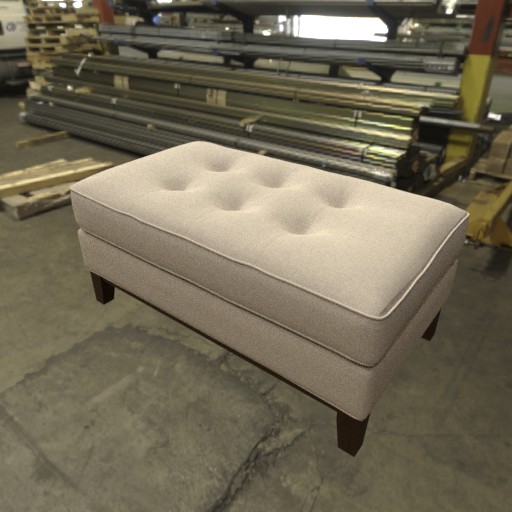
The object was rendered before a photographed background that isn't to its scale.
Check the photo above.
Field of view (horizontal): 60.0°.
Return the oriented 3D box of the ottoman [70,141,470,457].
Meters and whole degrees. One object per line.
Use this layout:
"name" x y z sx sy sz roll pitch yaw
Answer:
"ottoman" 0.000 0.000 1.483 1.143 0.508 0.648 22 37 32
